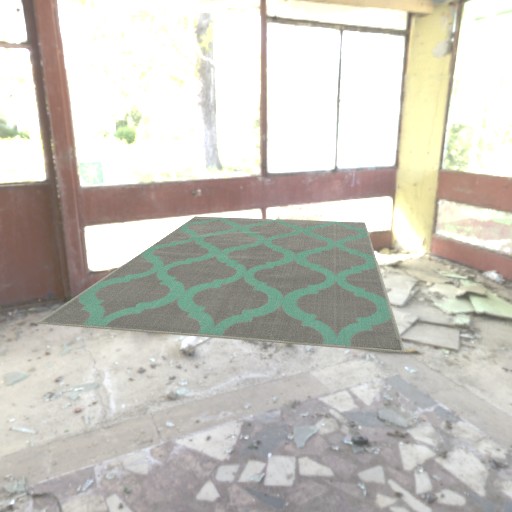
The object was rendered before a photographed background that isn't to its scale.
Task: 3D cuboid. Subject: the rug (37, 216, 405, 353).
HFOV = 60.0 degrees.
[{"bbox_3d":[0.000,0.000,2.864,1.524,0.006,2.286,3,17,9],"label":"rug"}]
